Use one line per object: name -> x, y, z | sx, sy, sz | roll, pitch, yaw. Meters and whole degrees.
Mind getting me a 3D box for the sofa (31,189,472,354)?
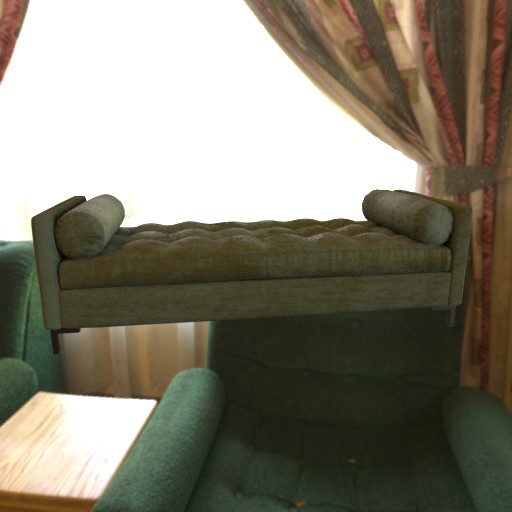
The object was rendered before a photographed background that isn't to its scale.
sofa -> 0.000, 0.000, 2.510 | 2.130, 0.681, 0.817 | -2, 15, -8
